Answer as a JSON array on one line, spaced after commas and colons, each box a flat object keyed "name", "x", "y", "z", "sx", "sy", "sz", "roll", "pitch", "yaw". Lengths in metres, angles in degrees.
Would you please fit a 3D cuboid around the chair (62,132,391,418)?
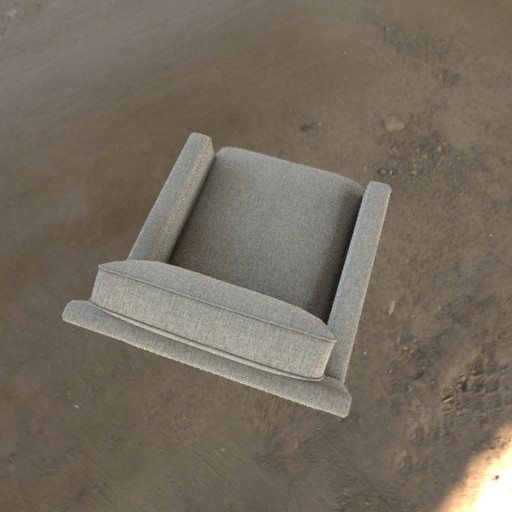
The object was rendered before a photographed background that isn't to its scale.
[{"name": "chair", "x": 0.000, "y": 0.000, "z": 1.705, "sx": 0.853, "sy": 0.943, "sz": 1.014, "roll": 17, "pitch": 67, "yaw": 8}]
